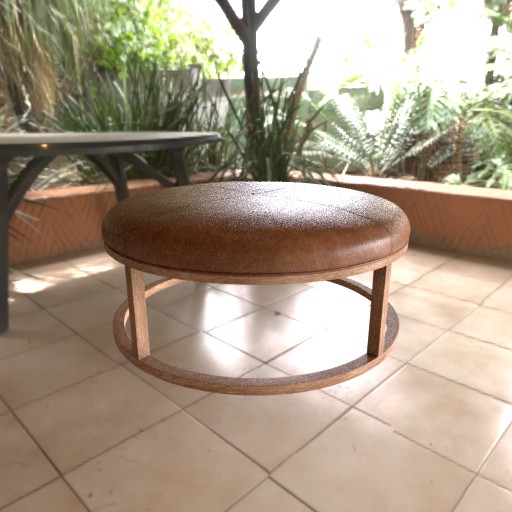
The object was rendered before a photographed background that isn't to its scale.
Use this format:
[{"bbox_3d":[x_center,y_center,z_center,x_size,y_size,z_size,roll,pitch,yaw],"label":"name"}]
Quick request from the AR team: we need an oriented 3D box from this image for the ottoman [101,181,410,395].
[{"bbox_3d":[0.000,0.000,1.554,1.006,0.445,1.006,0,17,0],"label":"ottoman"}]
